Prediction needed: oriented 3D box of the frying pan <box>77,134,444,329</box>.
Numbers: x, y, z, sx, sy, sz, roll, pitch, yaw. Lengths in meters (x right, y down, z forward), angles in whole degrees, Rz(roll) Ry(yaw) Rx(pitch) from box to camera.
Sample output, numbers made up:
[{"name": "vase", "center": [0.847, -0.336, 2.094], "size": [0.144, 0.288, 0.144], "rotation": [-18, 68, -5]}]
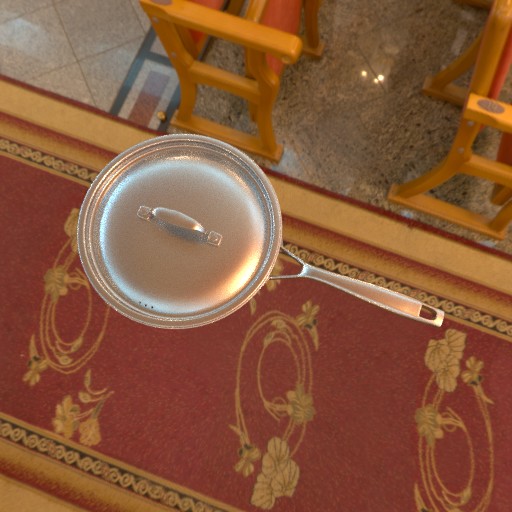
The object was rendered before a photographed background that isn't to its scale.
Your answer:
[{"name": "frying pan", "center": [0.000, 0.000, 0.590], "size": [0.490, 0.086, 0.272], "rotation": [20, 76, 5]}]
